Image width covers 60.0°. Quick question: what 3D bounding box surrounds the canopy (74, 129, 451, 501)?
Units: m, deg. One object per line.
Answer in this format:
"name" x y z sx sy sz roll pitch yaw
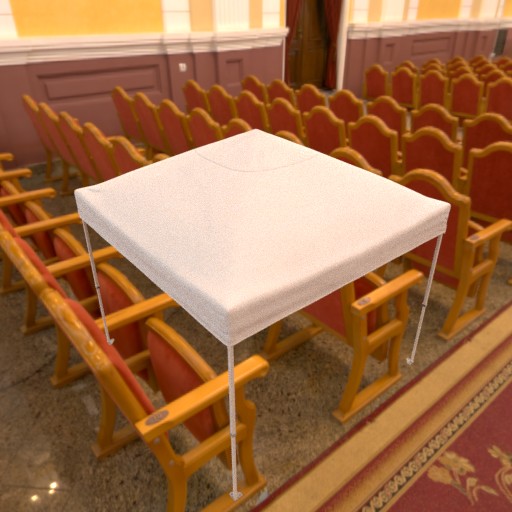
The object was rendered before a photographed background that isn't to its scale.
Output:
"canopy" 0.000 0.000 5.285 2.996 2.997 2.998 -22 37 -33
